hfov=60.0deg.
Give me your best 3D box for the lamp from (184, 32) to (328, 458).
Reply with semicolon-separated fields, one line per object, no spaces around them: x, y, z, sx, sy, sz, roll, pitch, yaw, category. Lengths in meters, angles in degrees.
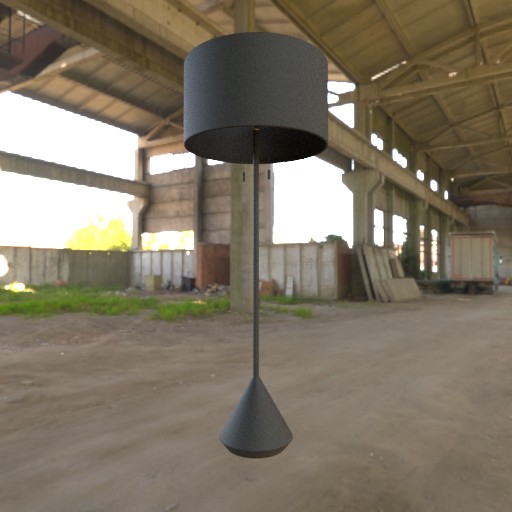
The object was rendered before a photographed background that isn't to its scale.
0.000;0.000;1.792;0.580;1.526;0.580;0;-1;-1;lamp
